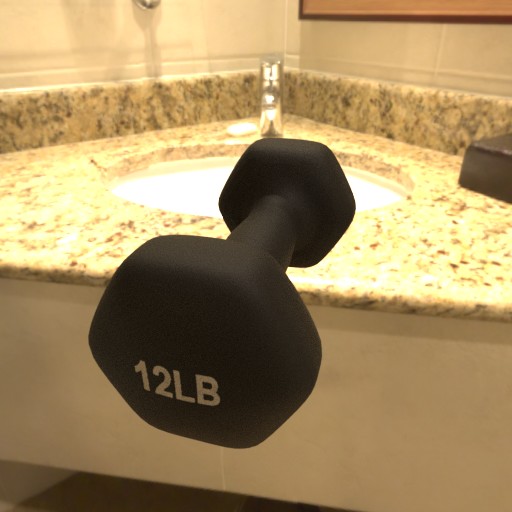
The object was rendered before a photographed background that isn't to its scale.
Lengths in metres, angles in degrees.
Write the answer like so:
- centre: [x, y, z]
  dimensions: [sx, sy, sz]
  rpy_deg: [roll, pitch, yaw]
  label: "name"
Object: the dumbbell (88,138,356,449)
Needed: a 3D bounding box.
- centre: [0.000, 0.000, 0.284]
  dimensions: [0.112, 0.101, 0.231]
  rpy_deg: [8, 30, 15]
  label: "dumbbell"
